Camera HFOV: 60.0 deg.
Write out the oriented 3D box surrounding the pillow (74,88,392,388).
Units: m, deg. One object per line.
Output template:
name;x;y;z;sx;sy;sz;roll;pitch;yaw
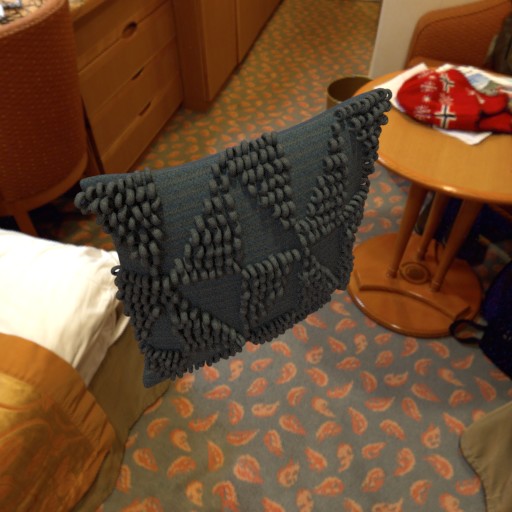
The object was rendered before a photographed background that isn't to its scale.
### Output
pillow;0.000;0.000;0.726;0.469;0.466;0.172;-24;51;-21
